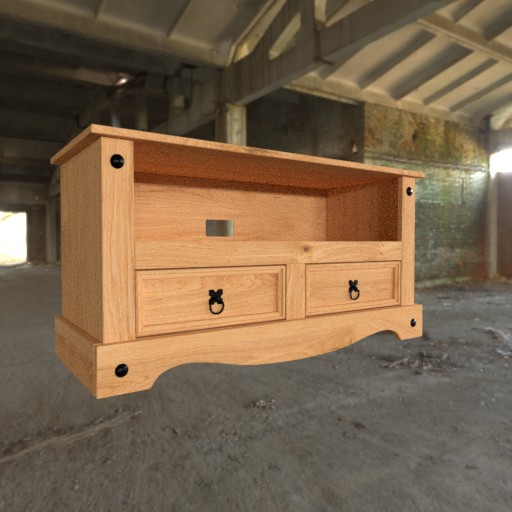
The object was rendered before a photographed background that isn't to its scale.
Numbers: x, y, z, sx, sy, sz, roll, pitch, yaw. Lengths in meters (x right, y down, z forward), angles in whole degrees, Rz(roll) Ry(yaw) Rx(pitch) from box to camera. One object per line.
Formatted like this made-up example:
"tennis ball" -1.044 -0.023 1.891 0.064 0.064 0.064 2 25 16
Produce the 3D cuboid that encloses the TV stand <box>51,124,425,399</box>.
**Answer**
"TV stand" 0.000 0.000 1.361 1.080 0.550 0.440 -1 2 -34
